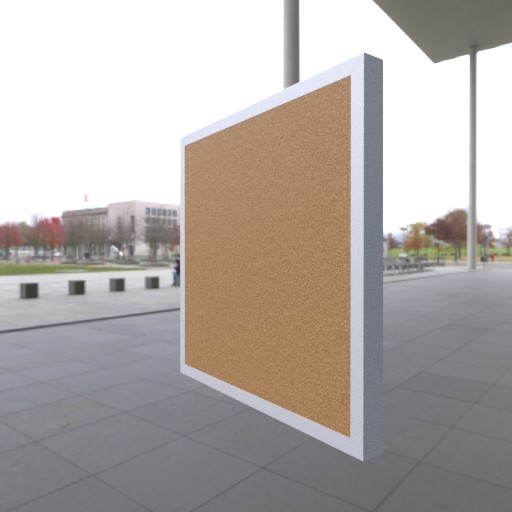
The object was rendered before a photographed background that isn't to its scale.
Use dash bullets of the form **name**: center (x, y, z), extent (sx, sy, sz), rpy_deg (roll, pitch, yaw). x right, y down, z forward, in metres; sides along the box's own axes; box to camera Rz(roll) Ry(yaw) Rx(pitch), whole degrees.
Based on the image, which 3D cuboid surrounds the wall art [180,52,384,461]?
- **wall art**: center (0.000, 0.000, 0.766), extent (0.038, 0.508, 0.507), rpy_deg (0, 1, -36)
